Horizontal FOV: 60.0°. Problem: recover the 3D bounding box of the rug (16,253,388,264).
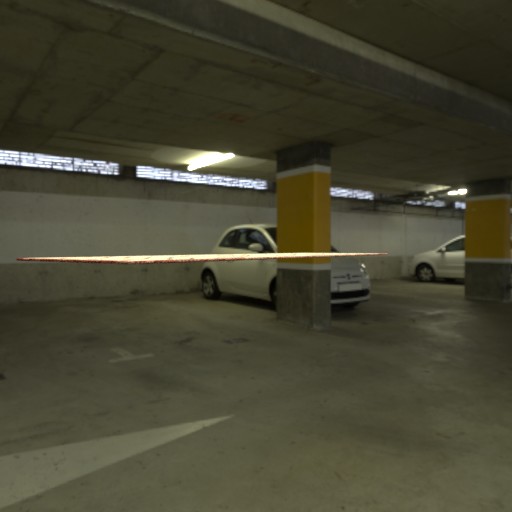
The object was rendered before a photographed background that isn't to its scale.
[{"bbox_3d":[0.000,0.000,2.640,0.750,0.011,2.435,1,1,36],"label":"rug"}]
